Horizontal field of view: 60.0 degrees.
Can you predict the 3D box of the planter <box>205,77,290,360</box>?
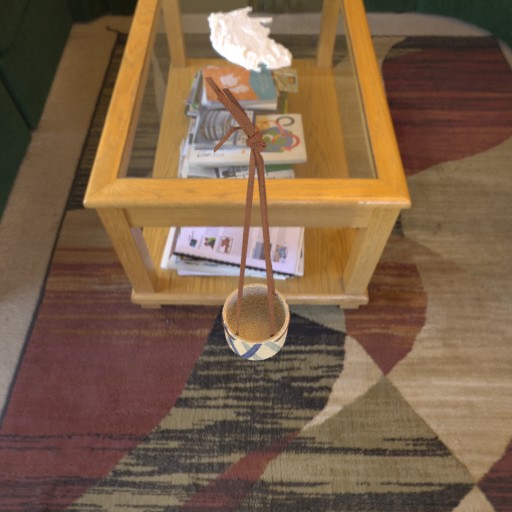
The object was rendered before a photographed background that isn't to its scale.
[{"bbox_3d":[0.000,0.000,0.809,0.157,0.753,0.153,-15,59,-9],"label":"planter"}]
